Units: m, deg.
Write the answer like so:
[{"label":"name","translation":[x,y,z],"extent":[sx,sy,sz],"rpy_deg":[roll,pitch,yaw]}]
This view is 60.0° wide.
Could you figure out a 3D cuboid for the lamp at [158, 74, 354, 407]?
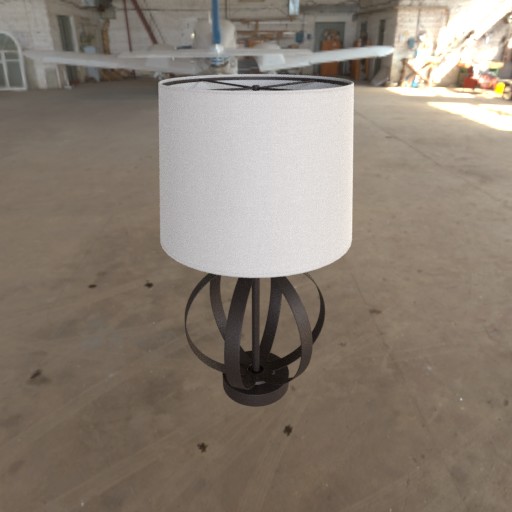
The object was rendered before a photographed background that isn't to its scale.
[{"label":"lamp","translation":[0.000,0.000,0.693],"extent":[0.286,0.510,0.286],"rpy_deg":[0,26,0]}]
